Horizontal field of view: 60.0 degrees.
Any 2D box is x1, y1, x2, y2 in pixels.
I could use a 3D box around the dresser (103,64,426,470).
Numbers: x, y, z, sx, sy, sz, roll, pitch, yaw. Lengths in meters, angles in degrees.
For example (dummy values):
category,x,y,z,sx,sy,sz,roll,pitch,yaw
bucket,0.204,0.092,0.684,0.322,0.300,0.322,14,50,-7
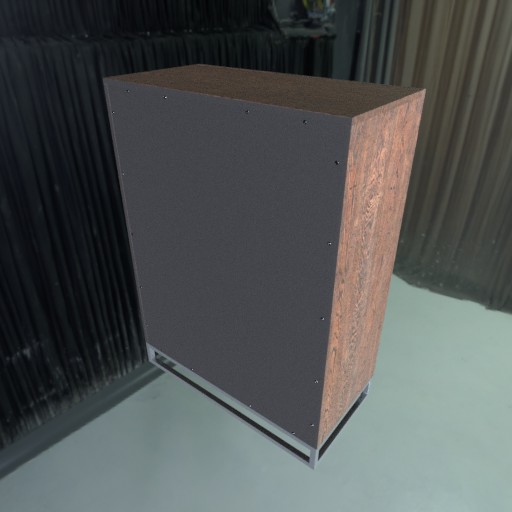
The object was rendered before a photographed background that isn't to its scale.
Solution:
category,x,y,z,sx,sy,sz,roll,pitch,yaw
dresser,0.000,0.000,1.790,0.965,1.321,0.508,22,36,32
